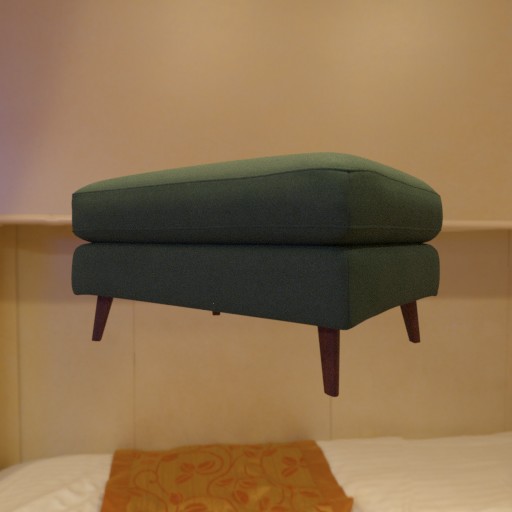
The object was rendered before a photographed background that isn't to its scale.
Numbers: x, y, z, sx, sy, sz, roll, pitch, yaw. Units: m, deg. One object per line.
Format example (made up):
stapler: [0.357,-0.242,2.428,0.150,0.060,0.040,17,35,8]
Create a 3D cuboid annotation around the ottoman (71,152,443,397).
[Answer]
ottoman: [0.000,0.000,1.155,0.811,0.449,0.608,2,3,36]
